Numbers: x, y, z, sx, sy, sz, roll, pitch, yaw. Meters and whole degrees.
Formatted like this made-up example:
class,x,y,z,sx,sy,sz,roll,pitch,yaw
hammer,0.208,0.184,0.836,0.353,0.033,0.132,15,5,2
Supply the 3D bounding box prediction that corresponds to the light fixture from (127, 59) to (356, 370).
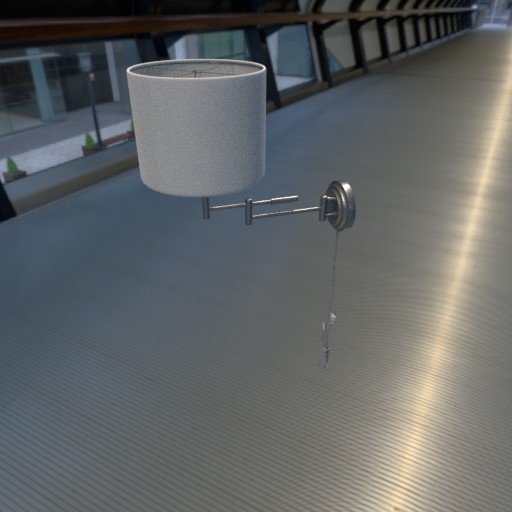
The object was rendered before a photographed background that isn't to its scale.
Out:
class,x,y,z,sx,sy,sz,roll,pitch,yaw
light fixture,0.000,0.000,1.055,0.479,0.842,0.253,-9,32,-15
